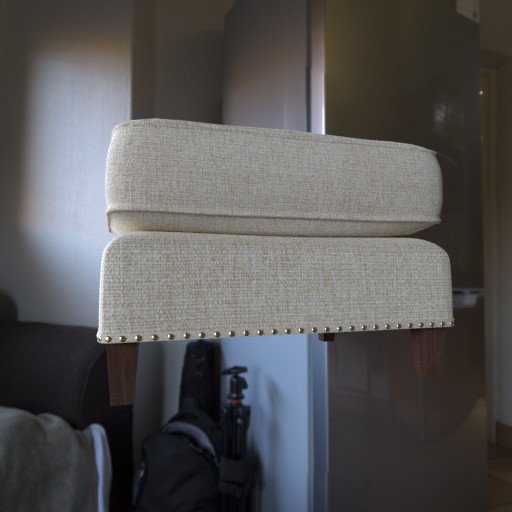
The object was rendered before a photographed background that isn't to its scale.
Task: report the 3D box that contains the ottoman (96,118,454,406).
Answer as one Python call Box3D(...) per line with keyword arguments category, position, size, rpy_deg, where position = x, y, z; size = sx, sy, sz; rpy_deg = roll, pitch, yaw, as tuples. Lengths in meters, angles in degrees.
Box3D(category="ottoman", position=(0.000, 0.000, 1.118), size=(0.738, 0.537, 0.589), rpy_deg=(1, -2, -18))
